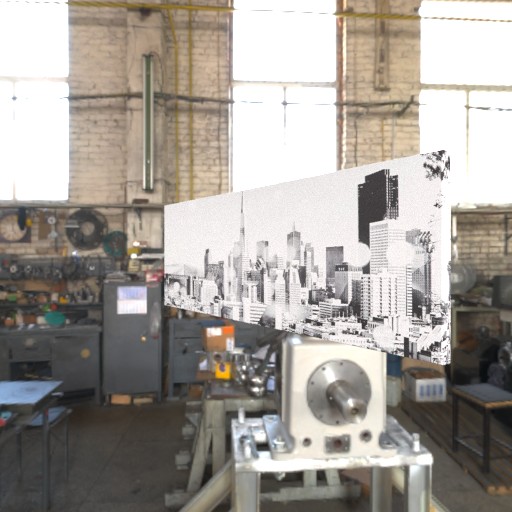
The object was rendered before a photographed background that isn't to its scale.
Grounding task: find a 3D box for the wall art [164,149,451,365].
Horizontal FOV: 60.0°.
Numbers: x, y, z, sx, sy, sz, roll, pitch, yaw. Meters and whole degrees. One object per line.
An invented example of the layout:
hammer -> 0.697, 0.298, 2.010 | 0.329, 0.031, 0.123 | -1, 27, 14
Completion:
wall art -> 0.000, 0.000, 1.662 | 0.039, 0.507, 1.520 | 0, 0, -37
